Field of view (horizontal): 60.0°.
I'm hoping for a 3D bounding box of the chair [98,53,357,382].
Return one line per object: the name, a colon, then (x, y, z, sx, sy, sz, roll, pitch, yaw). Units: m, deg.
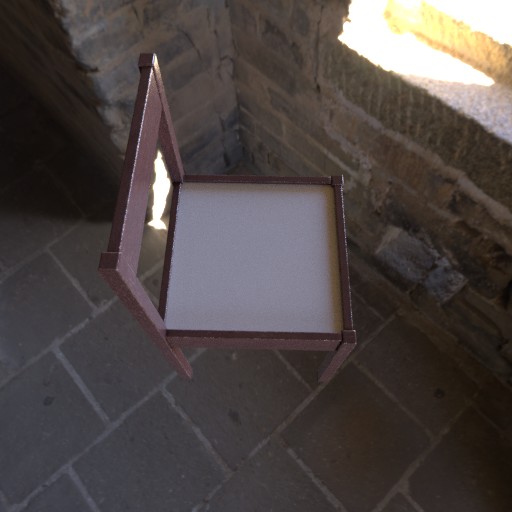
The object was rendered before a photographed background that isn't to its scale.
chair: (0.000, 0.000, 0.687, 0.285, 0.505, 0.285, 1, 64, 1)
